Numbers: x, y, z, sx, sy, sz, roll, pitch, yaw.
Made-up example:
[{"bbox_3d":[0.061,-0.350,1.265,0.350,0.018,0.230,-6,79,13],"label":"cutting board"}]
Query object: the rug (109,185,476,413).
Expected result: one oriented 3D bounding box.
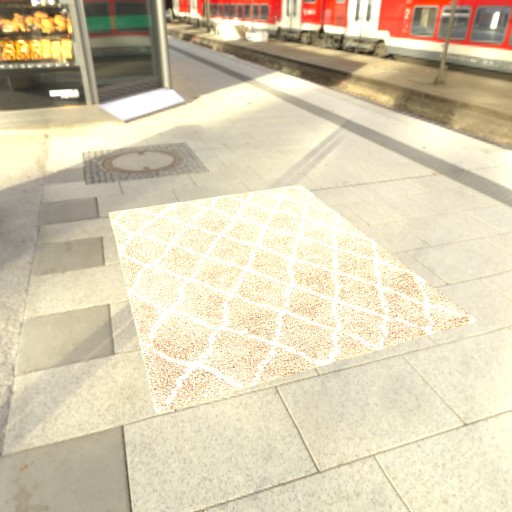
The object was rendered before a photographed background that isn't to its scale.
[{"bbox_3d":[0.000,0.000,4.222,2.438,0.029,3.047,-11,32,-18],"label":"rug"}]
